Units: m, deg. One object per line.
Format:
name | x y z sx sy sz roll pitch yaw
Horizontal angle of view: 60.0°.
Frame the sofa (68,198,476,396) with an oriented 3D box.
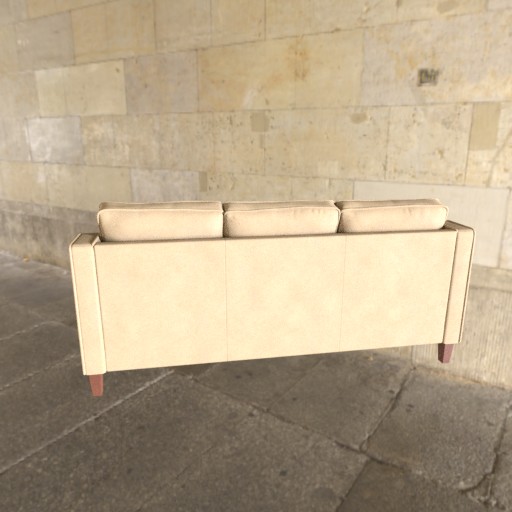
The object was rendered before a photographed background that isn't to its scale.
sofa | 0.000 0.000 3.387 2.317 1.066 1.858 -3 15 -10
